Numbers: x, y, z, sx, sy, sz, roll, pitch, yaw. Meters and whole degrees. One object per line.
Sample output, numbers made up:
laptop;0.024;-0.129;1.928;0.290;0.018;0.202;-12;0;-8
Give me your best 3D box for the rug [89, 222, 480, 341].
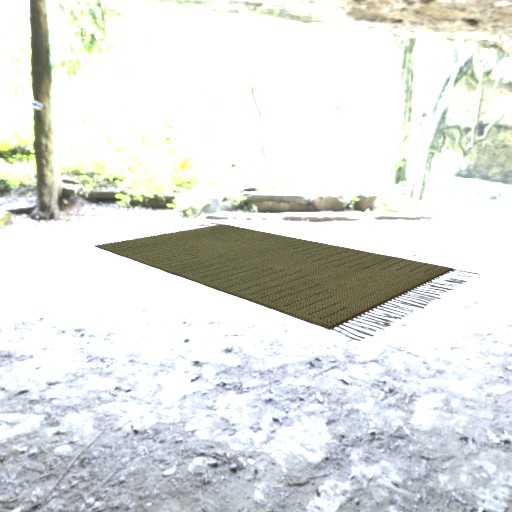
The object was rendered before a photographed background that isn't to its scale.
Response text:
rug;0.000;0.000;2.081;0.905;0.017;1.718;-14;20;-43
